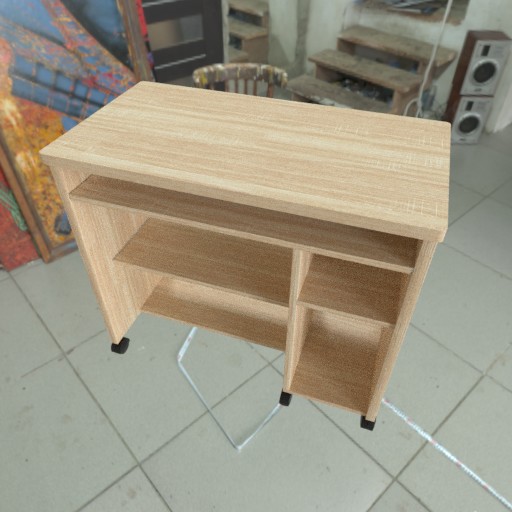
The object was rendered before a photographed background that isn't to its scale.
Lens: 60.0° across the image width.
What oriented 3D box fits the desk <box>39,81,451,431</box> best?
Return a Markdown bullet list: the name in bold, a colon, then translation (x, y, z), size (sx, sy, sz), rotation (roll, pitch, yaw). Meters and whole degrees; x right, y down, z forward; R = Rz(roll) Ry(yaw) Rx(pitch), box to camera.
- **desk**: translation (0.000, 0.000, 1.319), size (0.884, 0.770, 0.480), rotation (13, 43, 14)
